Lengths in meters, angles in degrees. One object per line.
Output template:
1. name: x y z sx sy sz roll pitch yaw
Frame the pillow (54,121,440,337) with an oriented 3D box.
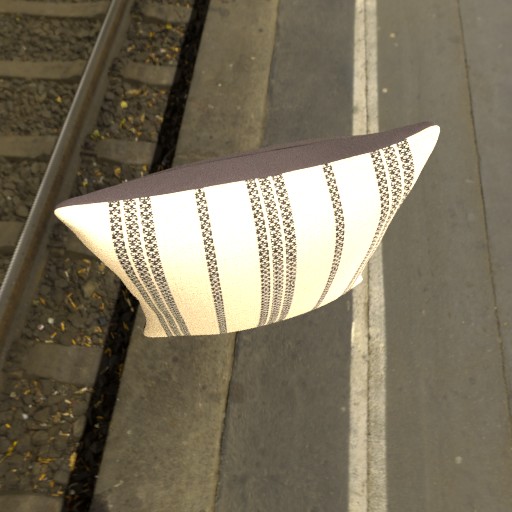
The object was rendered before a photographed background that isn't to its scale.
1. pillow: 0.000 0.000 0.623 0.405 0.406 0.173 -14 64 -7
